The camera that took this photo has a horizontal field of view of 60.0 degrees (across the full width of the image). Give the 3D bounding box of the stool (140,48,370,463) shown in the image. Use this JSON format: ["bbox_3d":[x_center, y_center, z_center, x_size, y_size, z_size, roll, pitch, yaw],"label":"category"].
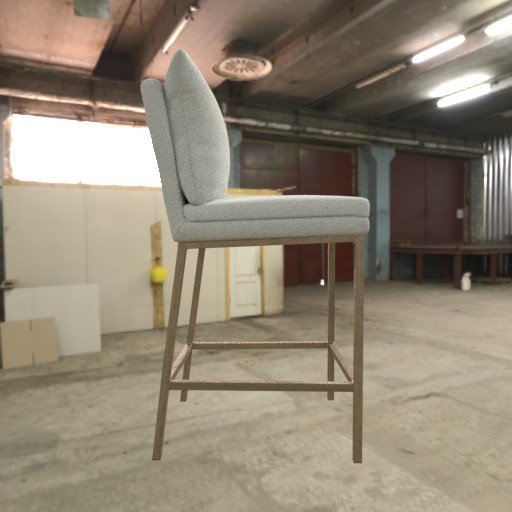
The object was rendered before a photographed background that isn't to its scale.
[{"bbox_3d":[0.000,0.000,1.316,0.572,1.032,0.463,0,2,0],"label":"stool"}]
